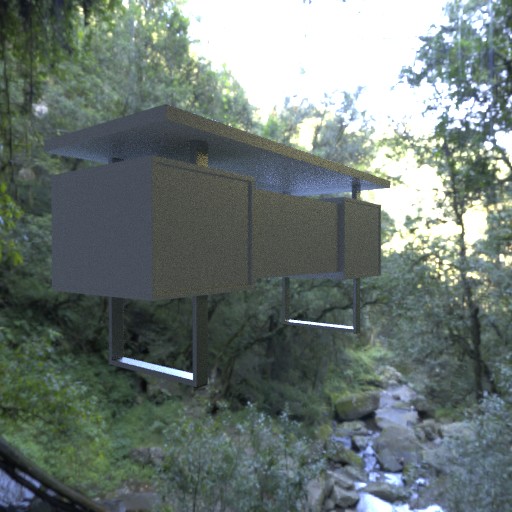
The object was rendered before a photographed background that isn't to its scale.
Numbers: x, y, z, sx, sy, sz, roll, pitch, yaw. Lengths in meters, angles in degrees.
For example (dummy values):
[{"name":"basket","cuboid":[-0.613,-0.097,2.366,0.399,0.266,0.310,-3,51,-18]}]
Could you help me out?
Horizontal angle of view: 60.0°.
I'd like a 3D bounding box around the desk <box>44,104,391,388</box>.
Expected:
[{"name":"desk","cuboid":[0.000,0.000,1.895,0.603,0.773,1.530,0,1,37]}]
